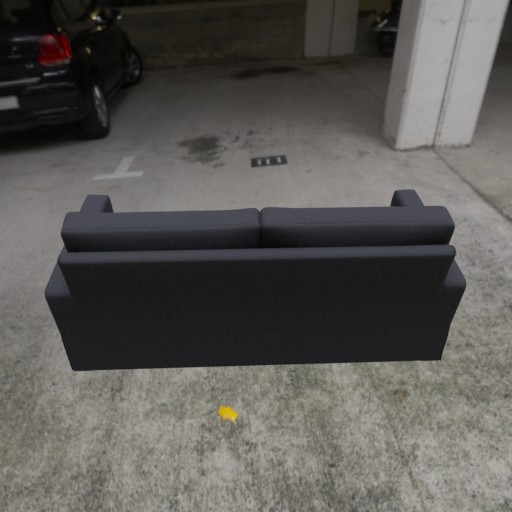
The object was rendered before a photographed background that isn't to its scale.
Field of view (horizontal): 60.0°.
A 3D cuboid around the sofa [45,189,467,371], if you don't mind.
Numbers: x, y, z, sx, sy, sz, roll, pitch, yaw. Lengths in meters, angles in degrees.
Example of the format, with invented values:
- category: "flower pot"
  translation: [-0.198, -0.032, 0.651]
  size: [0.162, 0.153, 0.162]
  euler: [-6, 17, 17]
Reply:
- category: "sofa"
  translation: [0.000, 0.000, 2.298]
  size: [1.852, 0.839, 0.898]
  euler: [-1, 33, -2]
